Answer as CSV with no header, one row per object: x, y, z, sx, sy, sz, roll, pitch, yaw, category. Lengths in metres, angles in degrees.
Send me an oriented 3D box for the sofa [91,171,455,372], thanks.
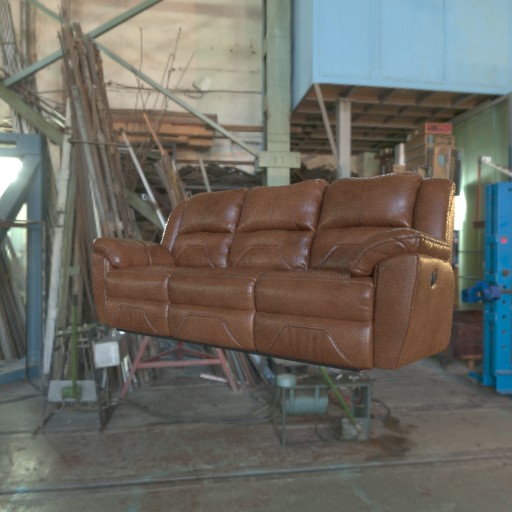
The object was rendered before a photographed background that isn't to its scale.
0.000,0.000,2.876,2.337,1.043,0.991,1,1,36,sofa
